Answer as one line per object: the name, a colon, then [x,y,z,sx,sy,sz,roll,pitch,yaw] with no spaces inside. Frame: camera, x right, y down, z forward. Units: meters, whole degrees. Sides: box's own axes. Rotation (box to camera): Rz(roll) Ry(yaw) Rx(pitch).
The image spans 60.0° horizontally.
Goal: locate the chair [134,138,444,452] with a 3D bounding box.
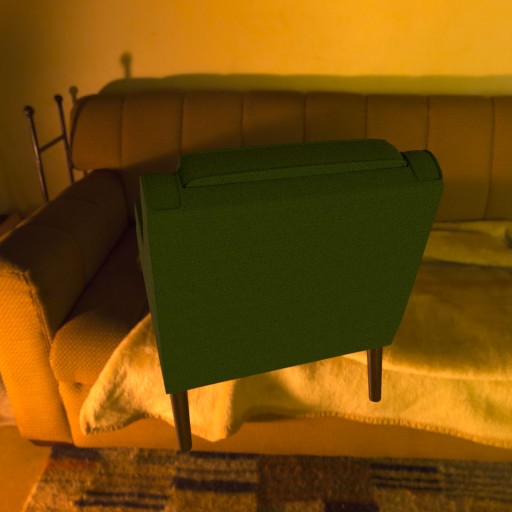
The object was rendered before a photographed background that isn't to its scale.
chair: [0.000,0.000,1.341,0.663,0.792,0.743,-8,28,-16]
